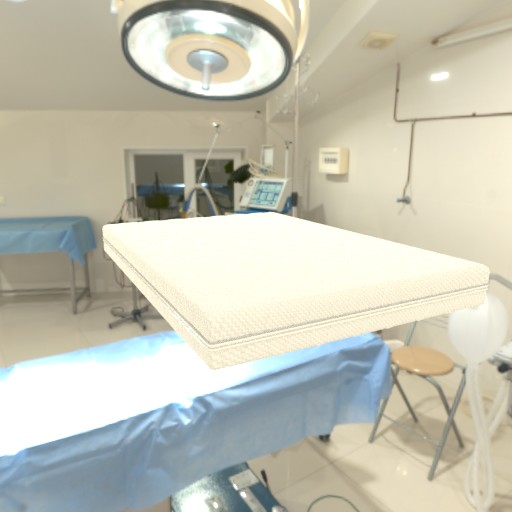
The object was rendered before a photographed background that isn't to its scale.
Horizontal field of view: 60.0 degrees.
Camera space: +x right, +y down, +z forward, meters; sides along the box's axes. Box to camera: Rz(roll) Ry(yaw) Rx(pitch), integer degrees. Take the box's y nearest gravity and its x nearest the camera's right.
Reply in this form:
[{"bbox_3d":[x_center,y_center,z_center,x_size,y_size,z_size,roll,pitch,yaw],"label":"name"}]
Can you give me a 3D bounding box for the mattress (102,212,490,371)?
[{"bbox_3d":[0.000,0.000,2.593,1.400,0.200,2.000,-7,15,-27],"label":"mattress"}]
